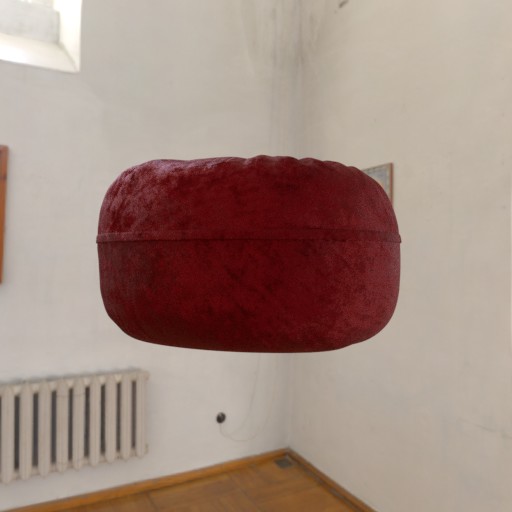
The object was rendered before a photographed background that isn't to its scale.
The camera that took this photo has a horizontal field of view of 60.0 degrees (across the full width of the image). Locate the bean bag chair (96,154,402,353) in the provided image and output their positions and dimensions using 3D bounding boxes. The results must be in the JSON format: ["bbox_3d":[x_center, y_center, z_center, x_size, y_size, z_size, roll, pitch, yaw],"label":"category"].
[{"bbox_3d":[0.000,0.000,2.450,1.524,0.878,1.524,0,0,17],"label":"bean bag chair"}]
